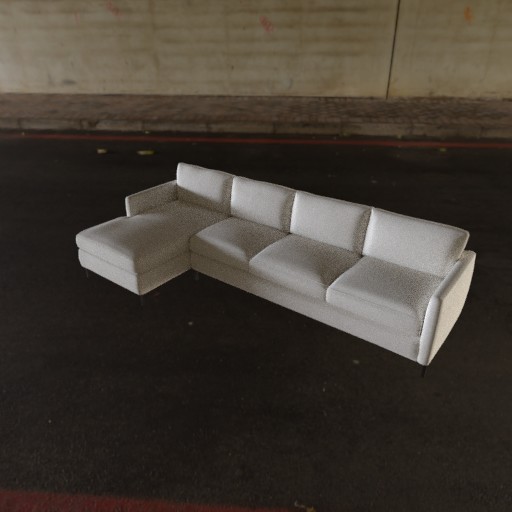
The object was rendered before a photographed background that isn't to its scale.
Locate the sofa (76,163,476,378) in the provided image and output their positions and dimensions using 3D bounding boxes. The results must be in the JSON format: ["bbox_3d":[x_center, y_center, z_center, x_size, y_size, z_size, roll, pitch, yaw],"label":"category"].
[{"bbox_3d":[0.000,0.000,3.794,3.186,0.875,1.467,19,33,32],"label":"sofa"}]
